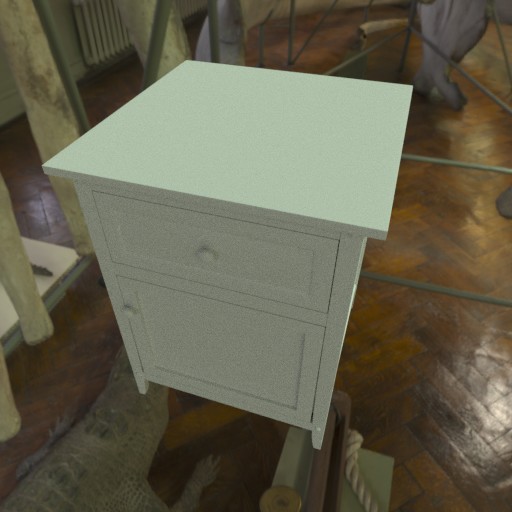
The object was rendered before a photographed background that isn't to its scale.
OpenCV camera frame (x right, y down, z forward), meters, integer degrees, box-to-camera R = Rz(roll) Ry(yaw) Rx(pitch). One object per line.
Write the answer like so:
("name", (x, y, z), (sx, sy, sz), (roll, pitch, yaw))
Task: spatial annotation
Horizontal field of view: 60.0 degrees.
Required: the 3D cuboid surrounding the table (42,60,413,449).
("table", (0.000, 0.000, 0.746), (0.381, 0.483, 0.381), (12, 43, 14))
